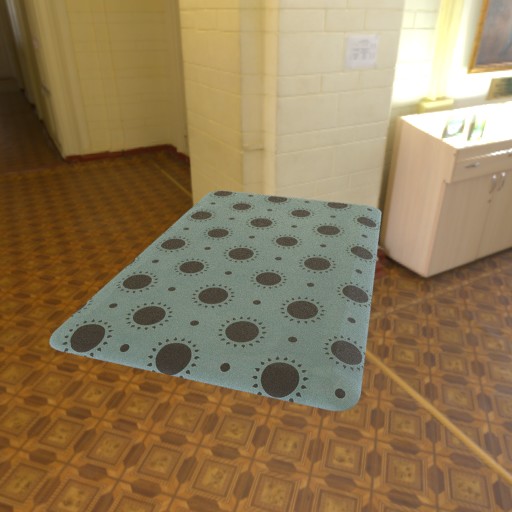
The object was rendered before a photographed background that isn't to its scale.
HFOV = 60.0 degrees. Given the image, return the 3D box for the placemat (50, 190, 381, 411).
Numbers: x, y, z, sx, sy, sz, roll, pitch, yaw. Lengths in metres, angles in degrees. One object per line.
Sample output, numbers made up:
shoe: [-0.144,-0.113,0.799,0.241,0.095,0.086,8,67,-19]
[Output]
placemat: [0.000,0.000,0.973,0.508,0.021,0.762,8,29,14]
